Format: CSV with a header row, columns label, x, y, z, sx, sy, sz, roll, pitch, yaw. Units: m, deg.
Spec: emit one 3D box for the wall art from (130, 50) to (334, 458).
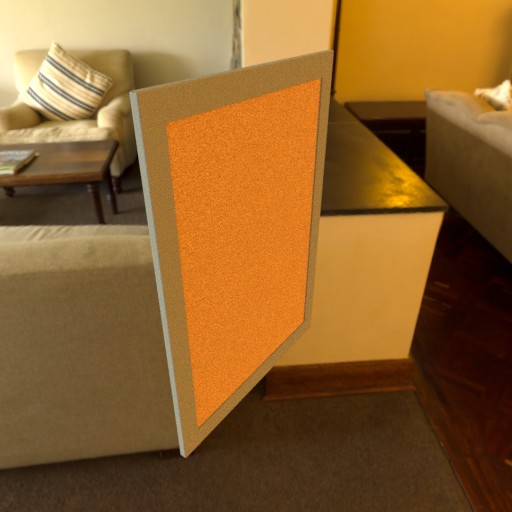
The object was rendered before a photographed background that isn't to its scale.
label,x,y,z,sx,sy,sz,roll,pitch,yaw
wall art,0.000,0.000,0.664,0.012,0.529,0.374,21,37,30
